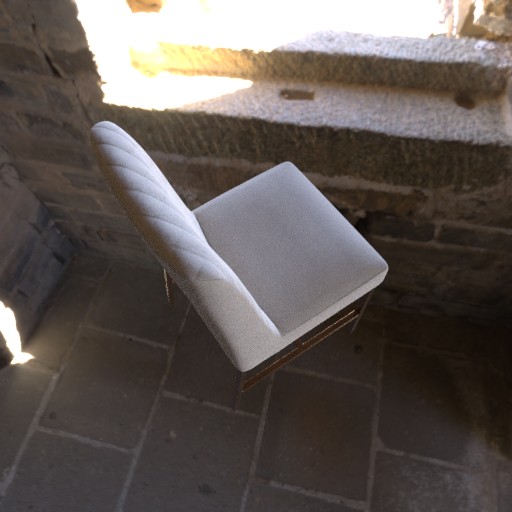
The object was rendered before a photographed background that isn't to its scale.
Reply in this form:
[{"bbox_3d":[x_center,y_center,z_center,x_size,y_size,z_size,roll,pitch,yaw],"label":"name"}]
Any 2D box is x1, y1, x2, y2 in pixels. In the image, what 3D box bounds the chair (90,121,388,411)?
[{"bbox_3d":[0.000,0.000,1.280,0.597,0.933,0.503,-29,63,-17],"label":"chair"}]
